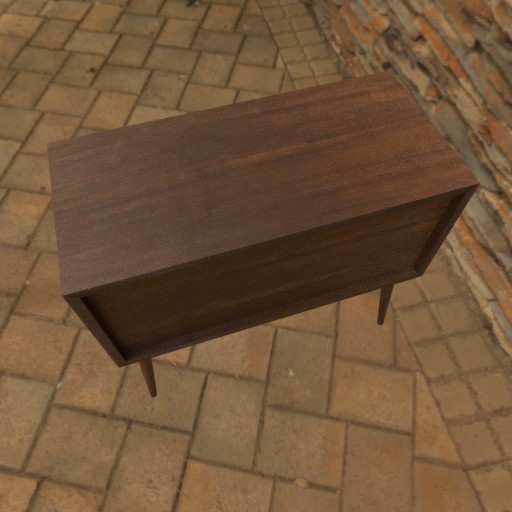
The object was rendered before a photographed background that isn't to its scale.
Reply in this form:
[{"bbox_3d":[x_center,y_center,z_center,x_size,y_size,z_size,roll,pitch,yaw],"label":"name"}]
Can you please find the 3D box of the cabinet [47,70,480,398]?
[{"bbox_3d":[0.000,0.000,1.110,0.743,0.654,0.354,-15,58,-10],"label":"cabinet"}]
